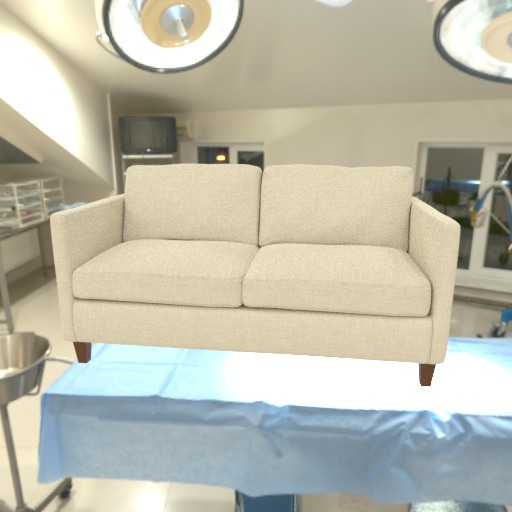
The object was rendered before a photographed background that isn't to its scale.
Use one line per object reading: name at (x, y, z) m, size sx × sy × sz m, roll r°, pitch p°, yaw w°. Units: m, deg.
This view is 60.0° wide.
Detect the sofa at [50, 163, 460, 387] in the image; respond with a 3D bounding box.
sofa at (0.000, 0.000, 2.428) m, size 1.838 × 0.963 × 0.950 m, roll 2°, pitch 15°, yaw 8°
